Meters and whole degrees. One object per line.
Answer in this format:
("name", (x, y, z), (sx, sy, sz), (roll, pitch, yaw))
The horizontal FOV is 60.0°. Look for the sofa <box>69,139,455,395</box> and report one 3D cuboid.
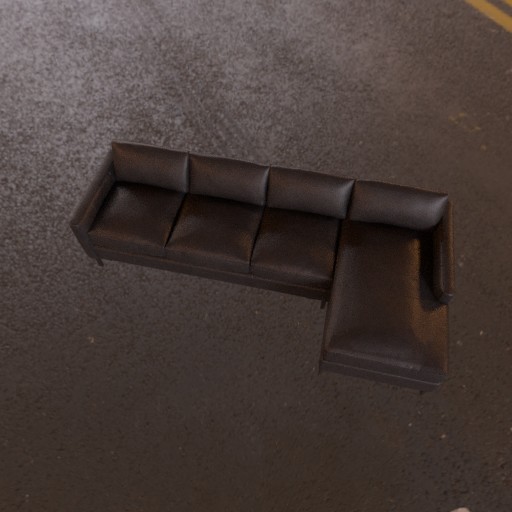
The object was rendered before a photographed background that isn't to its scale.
("sofa", (0.000, 0.000, 3.569), (2.993, 0.859, 1.471), (10, 57, 7))
